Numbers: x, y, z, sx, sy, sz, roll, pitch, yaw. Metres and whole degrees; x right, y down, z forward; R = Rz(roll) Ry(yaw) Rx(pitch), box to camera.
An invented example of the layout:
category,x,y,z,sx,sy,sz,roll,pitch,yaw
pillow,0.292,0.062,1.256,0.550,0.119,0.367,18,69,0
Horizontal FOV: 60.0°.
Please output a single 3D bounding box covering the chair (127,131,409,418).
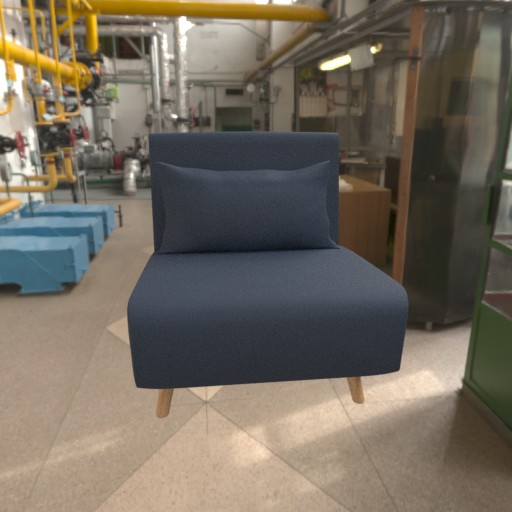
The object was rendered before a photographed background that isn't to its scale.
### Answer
category,x,y,z,sx,sy,sz,roll,pitch,yaw
chair,0.000,0.000,1.527,0.770,0.808,0.900,-2,17,-6
